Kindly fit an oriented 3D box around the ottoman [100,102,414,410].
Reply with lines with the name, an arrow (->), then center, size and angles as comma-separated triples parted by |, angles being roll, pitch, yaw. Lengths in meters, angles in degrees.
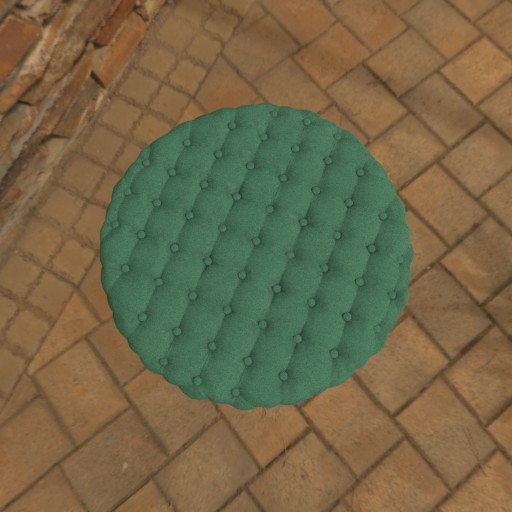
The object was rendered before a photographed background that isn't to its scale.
ottoman -> 0.000, 0.000, 1.536 | 0.998, 0.399, 0.998 | 0, 76, 0
